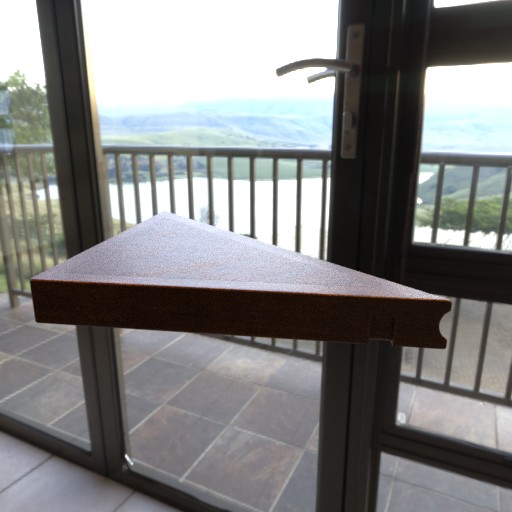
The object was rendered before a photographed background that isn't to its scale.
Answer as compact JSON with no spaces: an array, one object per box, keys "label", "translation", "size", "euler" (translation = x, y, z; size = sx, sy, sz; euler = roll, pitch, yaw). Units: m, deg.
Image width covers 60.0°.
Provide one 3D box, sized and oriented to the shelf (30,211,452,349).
[{"label":"shelf","translation":[0.000,0.000,0.449],"size":[0.296,0.035,0.296],"euler":[2,16,8]}]
